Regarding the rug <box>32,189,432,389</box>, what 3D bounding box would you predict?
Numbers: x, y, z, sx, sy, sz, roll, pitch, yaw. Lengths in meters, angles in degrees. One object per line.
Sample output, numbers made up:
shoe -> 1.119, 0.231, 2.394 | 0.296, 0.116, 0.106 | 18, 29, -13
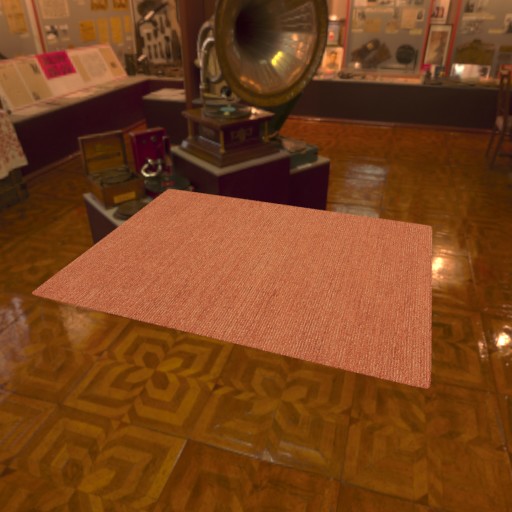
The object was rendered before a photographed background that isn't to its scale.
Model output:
rug -> 0.000, 0.000, 2.811 | 2.112, 0.009, 1.594 | 10, 33, 16
